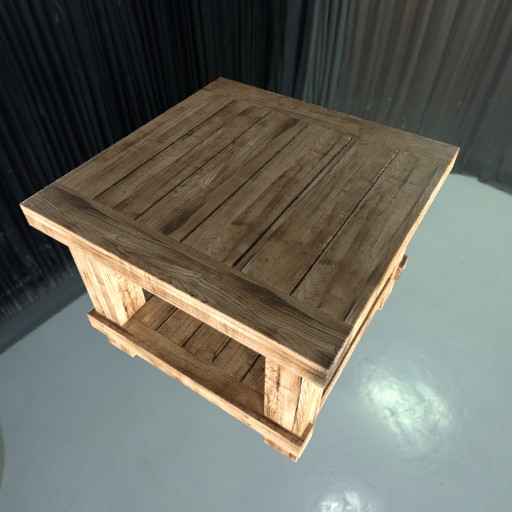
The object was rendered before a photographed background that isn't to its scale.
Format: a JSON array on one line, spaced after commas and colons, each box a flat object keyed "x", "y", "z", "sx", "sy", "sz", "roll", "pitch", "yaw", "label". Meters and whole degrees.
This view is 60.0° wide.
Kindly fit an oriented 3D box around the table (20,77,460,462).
[{"x": 0.000, "y": 0.000, "z": 1.016, "sx": 0.610, "sy": 0.457, "sz": 0.610, "roll": 25, "pitch": 51, "yaw": 22, "label": "table"}]
